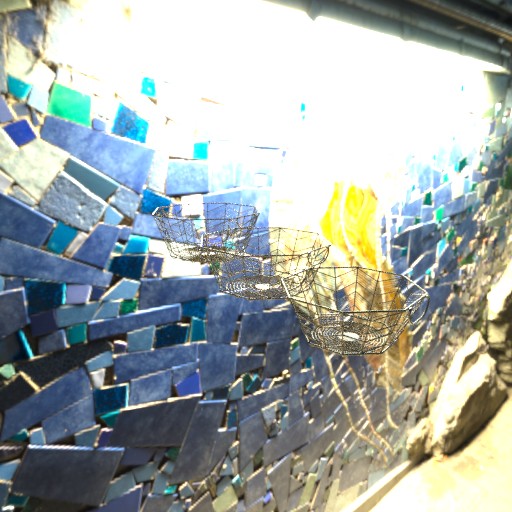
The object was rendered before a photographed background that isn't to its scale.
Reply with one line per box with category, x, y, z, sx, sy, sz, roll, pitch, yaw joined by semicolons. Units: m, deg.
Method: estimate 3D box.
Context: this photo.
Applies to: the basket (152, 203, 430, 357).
basket;0.000;0.000;1.392;0.432;0.178;1.246;-8;17;-27
